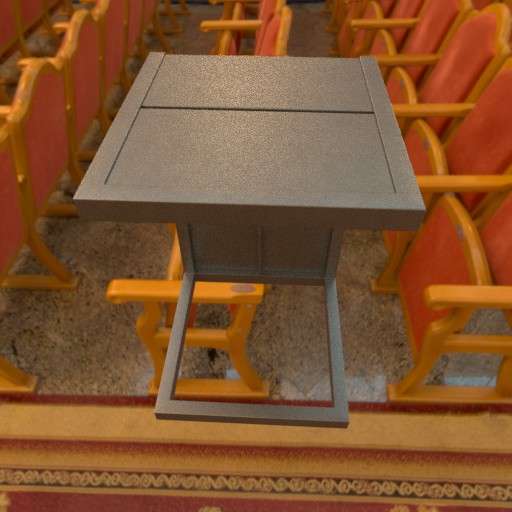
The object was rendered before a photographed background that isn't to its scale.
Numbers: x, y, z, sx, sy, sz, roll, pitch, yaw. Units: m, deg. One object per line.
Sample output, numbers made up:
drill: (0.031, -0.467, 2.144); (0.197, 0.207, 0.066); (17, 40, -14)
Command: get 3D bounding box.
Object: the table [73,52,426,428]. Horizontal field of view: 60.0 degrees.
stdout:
table: (0.000, 0.000, 0.869); (0.405, 0.609, 0.420); (2, 46, 2)
